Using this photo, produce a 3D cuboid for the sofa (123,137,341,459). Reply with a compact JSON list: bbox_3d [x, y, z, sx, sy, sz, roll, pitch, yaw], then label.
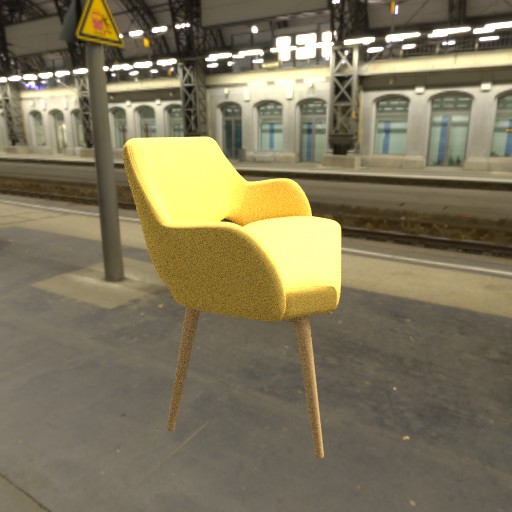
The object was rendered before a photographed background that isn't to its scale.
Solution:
[{"bbox_3d":[0.000,0.000,1.627,0.610,0.840,1.150,3,16,10],"label":"sofa"}]
